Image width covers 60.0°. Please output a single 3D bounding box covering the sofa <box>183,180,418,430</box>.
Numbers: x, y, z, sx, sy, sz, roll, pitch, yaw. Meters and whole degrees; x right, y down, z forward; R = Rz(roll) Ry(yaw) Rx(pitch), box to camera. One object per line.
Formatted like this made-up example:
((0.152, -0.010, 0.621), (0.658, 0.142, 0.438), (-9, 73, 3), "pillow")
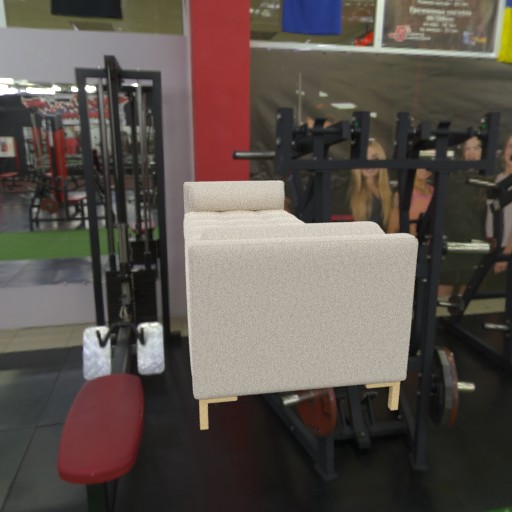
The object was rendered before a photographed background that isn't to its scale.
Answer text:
((0.000, 0.000, 2.351), (0.746, 0.641, 1.985), (-2, 15, -9), "sofa")
